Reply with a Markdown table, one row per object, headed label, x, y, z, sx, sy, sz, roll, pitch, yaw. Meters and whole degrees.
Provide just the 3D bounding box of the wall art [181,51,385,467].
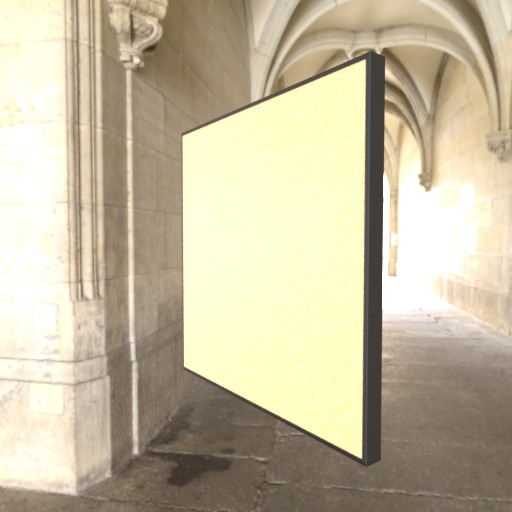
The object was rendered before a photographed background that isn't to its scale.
| label | x | y | z | sx | sy | sz | roll | pitch | yaw |
| --- | --- | --- | --- | --- | --- | --- | --- | --- | --- |
| wall art | 0.000 | 0.000 | 1.139 | 0.042 | 0.766 | 0.769 | -2 | 3 | -36 |
